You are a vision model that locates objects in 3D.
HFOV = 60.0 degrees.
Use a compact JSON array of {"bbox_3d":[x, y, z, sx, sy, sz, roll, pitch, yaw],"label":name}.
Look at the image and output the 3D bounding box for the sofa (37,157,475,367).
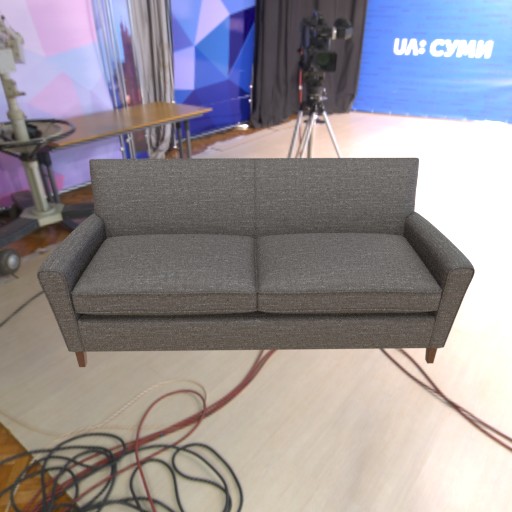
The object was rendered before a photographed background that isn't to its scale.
[{"bbox_3d":[0.000,0.000,2.433,1.976,0.846,0.875,0,31,-1],"label":"sofa"}]
